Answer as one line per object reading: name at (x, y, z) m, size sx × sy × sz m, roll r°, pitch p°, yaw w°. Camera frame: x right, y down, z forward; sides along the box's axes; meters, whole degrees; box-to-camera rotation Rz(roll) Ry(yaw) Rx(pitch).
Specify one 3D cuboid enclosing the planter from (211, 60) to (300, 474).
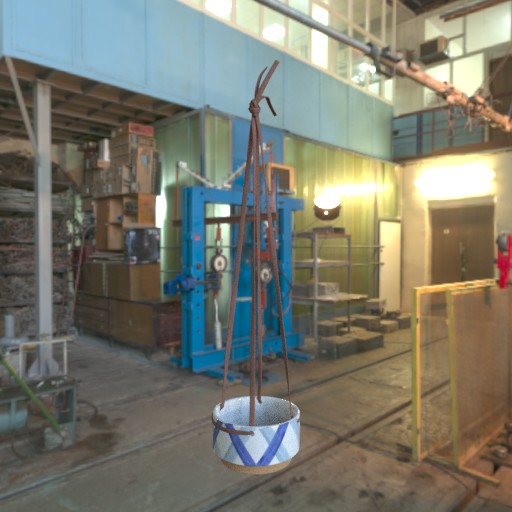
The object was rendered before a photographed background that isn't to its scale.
planter at (0.000, 0.000, 0.822) m, size 0.166 × 0.751 × 0.166 m, roll 0°, pitch 1°, yaw 0°
